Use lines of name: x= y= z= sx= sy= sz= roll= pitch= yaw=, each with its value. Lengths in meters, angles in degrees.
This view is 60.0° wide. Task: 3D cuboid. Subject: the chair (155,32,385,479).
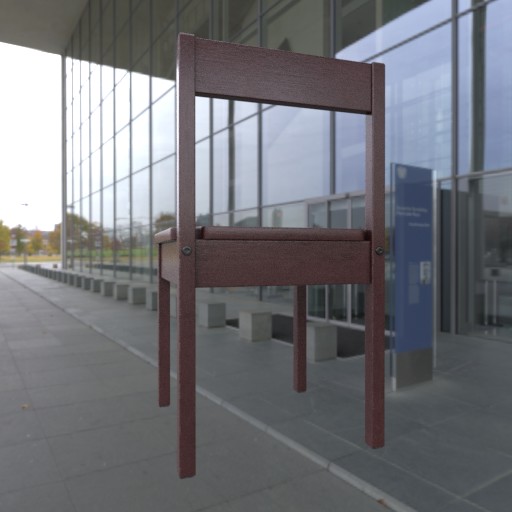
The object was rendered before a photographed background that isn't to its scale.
chair: x=0.000 y=0.000 z=0.883 sx=0.367 sy=0.668 sz=0.361 roll=0 pitch=0 yaw=-18
